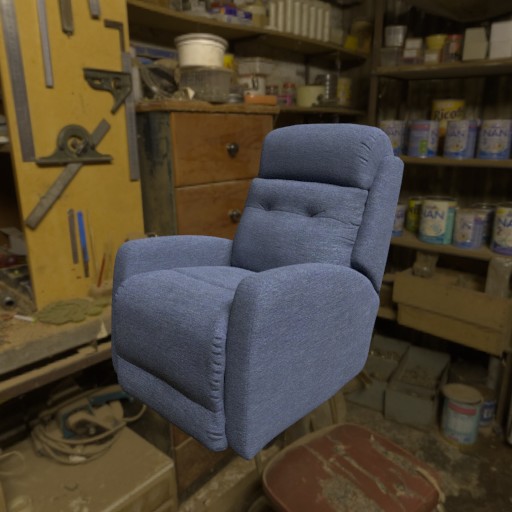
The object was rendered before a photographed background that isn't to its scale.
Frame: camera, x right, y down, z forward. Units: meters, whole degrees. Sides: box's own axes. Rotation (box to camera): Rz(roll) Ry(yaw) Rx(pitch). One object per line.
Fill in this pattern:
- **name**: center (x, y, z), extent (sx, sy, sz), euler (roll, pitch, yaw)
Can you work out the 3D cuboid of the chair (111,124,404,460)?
- **chair**: center (0.000, 0.000, 1.759), extent (0.798, 1.013, 1.043), euler (14, 21, 41)
